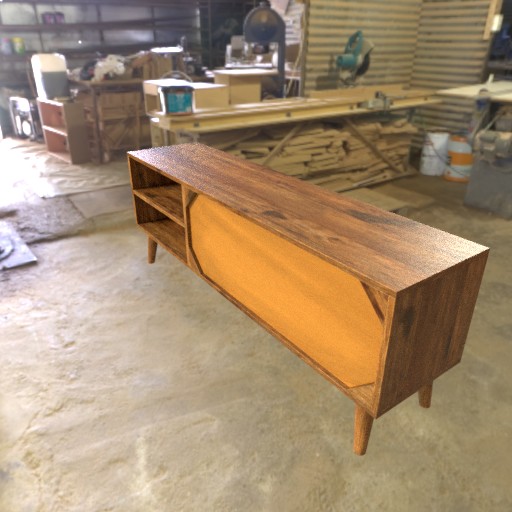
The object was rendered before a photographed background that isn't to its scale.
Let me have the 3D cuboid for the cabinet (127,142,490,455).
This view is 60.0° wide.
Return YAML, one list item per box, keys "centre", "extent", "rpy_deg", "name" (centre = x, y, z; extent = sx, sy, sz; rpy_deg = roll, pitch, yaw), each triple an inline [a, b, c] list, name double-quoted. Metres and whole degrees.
- centre: [0.000, 0.000, 1.620]
  extent: [0.349, 0.528, 1.448]
  rpy_deg: [-18, 32, -32]
  name: "cabinet"
